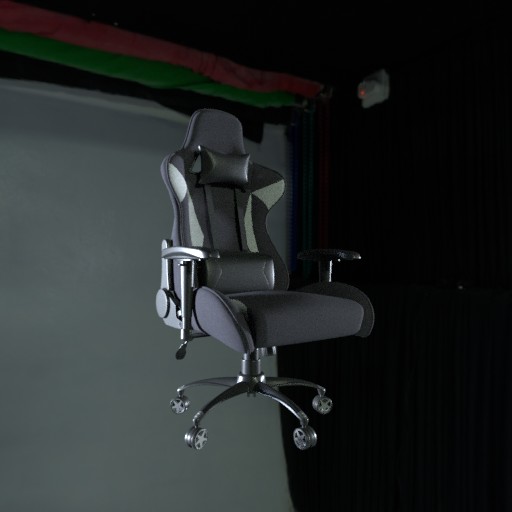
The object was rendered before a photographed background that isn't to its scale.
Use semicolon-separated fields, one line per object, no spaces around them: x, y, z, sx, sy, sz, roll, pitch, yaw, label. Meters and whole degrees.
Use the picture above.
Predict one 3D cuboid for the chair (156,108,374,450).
0.000;0.000;1.729;0.730;1.300;0.695;0;-1;-36;chair
